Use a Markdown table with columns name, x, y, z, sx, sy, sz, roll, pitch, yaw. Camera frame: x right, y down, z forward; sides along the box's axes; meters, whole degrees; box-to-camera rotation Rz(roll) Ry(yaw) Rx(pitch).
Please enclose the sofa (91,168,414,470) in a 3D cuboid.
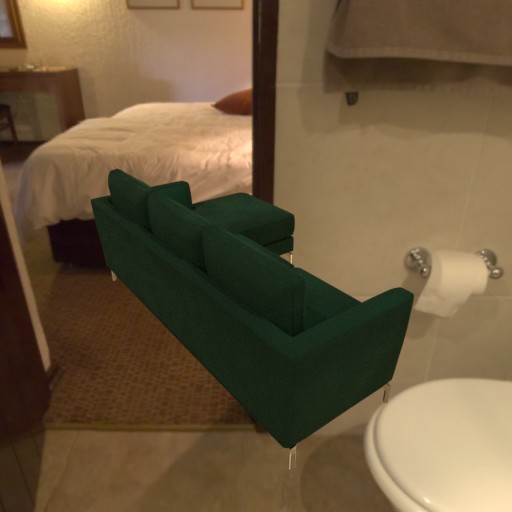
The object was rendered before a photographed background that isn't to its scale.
| name | x | y | z | sx | sy | sz | roll | pitch | yaw |
| --- | --- | --- | --- | --- | --- | --- | --- | --- | --- |
| sofa | 0.000 | 0.000 | 3.170 | 1.489 | 1.007 | 2.441 | -19 | 32 | -33 |
